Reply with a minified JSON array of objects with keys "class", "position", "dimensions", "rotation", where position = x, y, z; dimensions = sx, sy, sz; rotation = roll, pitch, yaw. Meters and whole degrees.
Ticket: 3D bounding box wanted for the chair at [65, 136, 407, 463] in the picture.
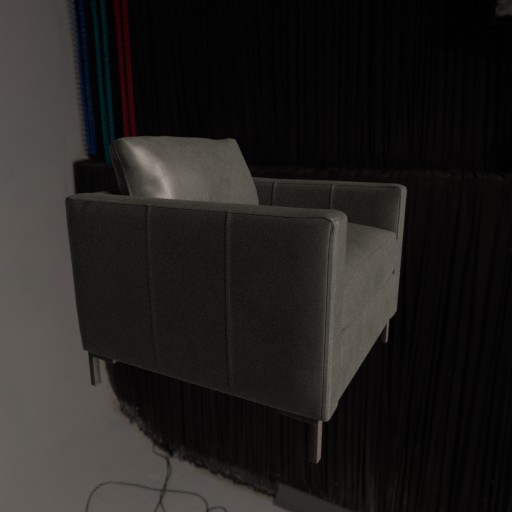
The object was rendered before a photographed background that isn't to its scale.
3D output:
[{"class":"chair","position":[0.000,0.000,1.506],"dimensions":[0.861,0.824,0.967],"rotation":[7,16,27]}]
